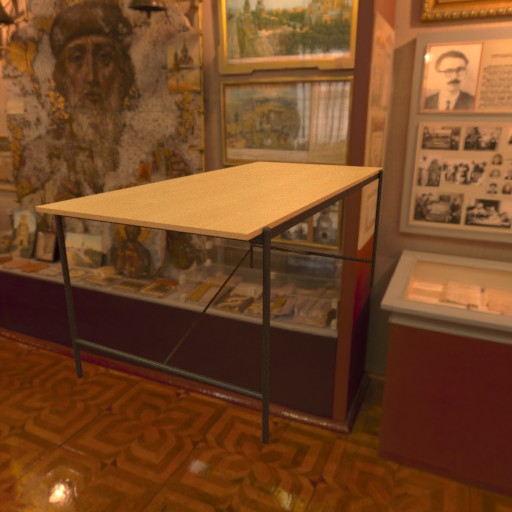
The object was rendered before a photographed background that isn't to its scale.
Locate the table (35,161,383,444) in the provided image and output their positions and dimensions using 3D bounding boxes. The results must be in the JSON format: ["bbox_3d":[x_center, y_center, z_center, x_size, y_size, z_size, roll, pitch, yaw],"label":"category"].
[{"bbox_3d":[0.000,0.000,2.275,0.900,0.758,1.800,9,20,25],"label":"table"}]
